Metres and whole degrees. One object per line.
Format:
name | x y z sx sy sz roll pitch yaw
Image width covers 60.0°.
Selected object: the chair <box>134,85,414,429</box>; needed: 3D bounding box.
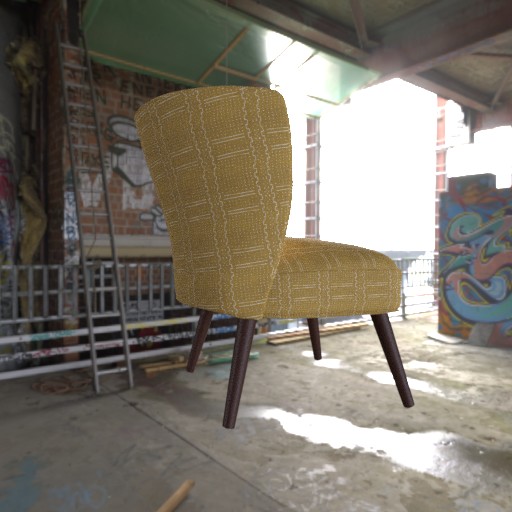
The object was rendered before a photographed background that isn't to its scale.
chair | 0.000 0.000 1.433 0.758 0.866 0.706 0 1 -19
